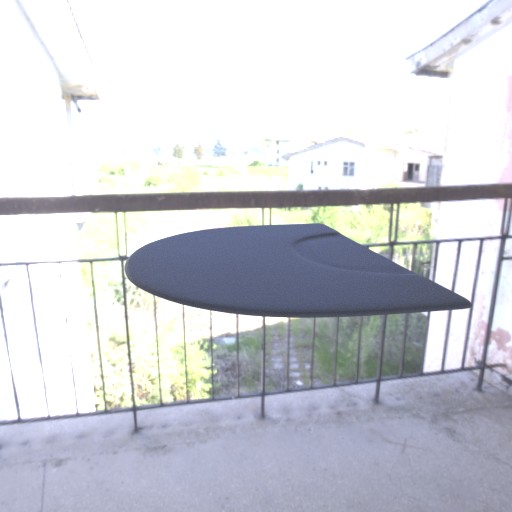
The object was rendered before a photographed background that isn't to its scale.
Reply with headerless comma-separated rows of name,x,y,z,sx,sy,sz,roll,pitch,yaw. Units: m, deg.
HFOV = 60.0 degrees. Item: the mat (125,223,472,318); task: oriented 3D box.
mat,0.000,0.000,1.613,0.917,0.016,1.220,-3,14,-10
